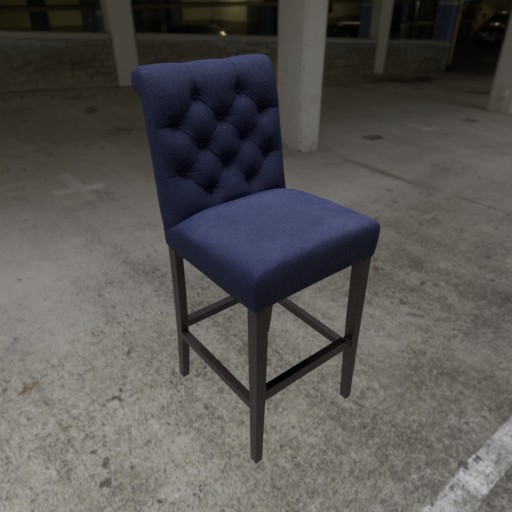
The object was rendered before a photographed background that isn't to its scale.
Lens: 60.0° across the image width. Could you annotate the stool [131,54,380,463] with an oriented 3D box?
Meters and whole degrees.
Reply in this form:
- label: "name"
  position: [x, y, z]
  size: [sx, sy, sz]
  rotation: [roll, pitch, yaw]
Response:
- label: "stool"
  position: [0.000, 0.000, 1.452]
  size: [0.493, 1.140, 0.601]
  rotation: [-22, 38, -32]
